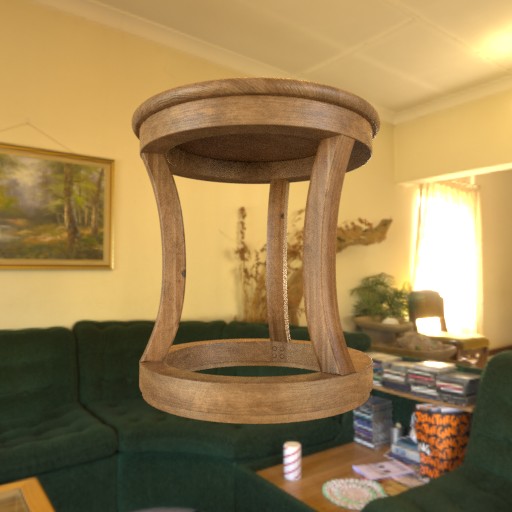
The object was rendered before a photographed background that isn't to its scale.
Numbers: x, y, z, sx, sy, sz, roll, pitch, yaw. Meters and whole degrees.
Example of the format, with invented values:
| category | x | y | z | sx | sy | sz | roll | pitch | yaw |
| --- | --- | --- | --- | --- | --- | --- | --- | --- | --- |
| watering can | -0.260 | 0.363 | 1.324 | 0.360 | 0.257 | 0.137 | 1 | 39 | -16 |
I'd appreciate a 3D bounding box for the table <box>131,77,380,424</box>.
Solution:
| category | x | y | z | sx | sy | sz | roll | pitch | yaw |
| --- | --- | --- | --- | --- | --- | --- | --- | --- | --- |
| table | 0.000 | 0.000 | 0.790 | 0.432 | 0.460 | 0.432 | 0 | -2 | 0 |
